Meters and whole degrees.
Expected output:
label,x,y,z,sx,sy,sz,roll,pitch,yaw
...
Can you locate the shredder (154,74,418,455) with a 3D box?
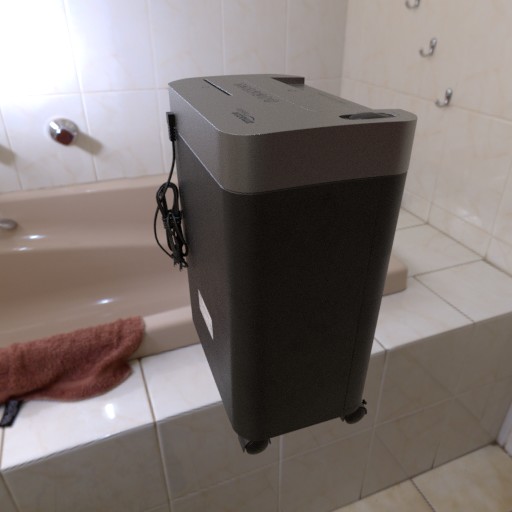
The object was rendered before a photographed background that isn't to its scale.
label,x,y,z,sx,sy,sz,roll,pitch,yaw
shredder,0.000,0.000,0.597,0.237,0.419,0.311,-10,31,-17
